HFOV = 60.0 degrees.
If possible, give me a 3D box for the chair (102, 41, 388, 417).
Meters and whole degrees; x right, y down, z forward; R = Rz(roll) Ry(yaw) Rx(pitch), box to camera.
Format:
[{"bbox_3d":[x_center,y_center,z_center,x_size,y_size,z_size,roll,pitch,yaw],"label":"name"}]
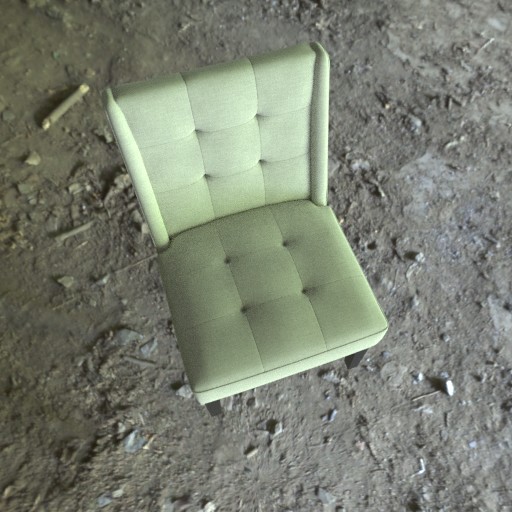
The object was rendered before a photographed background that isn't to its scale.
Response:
[{"bbox_3d":[0.000,0.000,1.301,0.569,0.853,0.676,-17,64,-8],"label":"chair"}]
